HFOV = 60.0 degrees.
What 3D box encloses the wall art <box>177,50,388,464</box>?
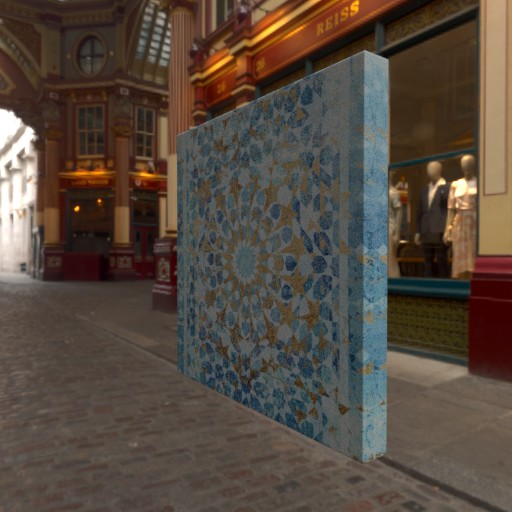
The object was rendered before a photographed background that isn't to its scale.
[{"bbox_3d":[0.000,0.000,0.607,0.037,0.405,0.405,-1,1,-36],"label":"wall art"}]
